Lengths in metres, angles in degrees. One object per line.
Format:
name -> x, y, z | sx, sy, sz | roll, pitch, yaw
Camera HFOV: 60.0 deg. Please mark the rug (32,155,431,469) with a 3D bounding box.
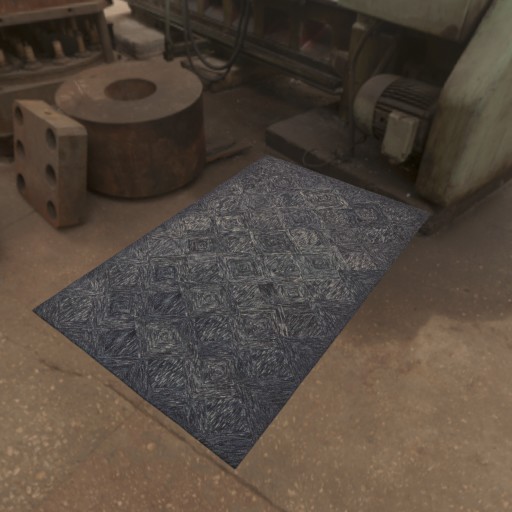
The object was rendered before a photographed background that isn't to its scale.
rug -> 0.000, 0.000, 2.205 | 1.139, 0.010, 1.754 | 26, 47, 27
